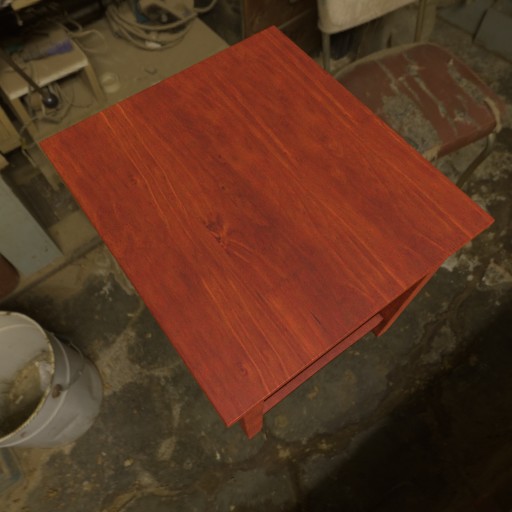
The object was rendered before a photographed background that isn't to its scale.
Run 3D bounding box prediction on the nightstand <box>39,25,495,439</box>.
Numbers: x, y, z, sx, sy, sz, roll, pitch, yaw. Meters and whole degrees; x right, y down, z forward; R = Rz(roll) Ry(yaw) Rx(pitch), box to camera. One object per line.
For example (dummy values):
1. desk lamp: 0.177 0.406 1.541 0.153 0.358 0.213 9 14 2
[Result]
1. nightstand: 0.000 0.000 0.961 0.501 0.558 0.558 -34 68 -15
